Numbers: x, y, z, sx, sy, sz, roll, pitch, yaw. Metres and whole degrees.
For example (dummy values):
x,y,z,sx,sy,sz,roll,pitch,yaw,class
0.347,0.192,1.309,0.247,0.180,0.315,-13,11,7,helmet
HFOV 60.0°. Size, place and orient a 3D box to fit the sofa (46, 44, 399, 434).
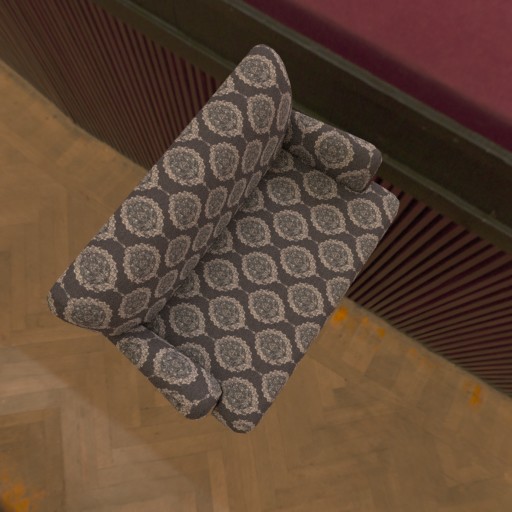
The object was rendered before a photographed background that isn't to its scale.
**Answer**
x,y,z,sx,sy,sz,roll,pitch,yaw,class
0.000,0.000,1.818,0.779,0.867,1.297,34,77,9,sofa
